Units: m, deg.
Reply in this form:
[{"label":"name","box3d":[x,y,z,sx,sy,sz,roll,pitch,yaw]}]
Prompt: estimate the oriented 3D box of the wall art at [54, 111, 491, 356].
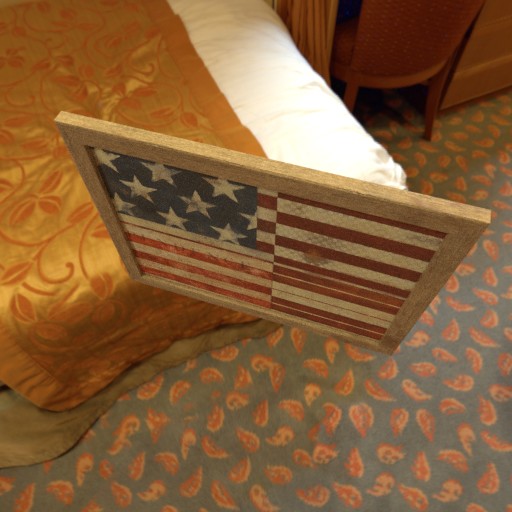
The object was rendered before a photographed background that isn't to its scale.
[{"label":"wall art","box3d":[0.000,0.000,0.902,0.690,0.535,0.026,15,59,9]}]
